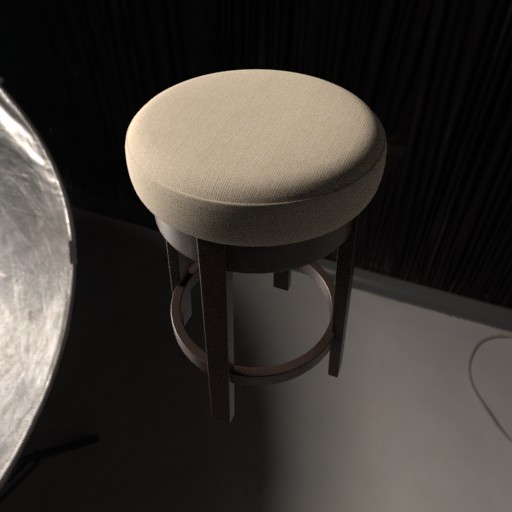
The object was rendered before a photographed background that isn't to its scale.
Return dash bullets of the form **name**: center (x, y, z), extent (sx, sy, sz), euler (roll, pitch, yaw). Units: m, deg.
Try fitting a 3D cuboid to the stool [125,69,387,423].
- **stool**: center (0.000, 0.000, 0.939), extent (0.449, 0.655, 0.449), euler (0, 45, 0)
